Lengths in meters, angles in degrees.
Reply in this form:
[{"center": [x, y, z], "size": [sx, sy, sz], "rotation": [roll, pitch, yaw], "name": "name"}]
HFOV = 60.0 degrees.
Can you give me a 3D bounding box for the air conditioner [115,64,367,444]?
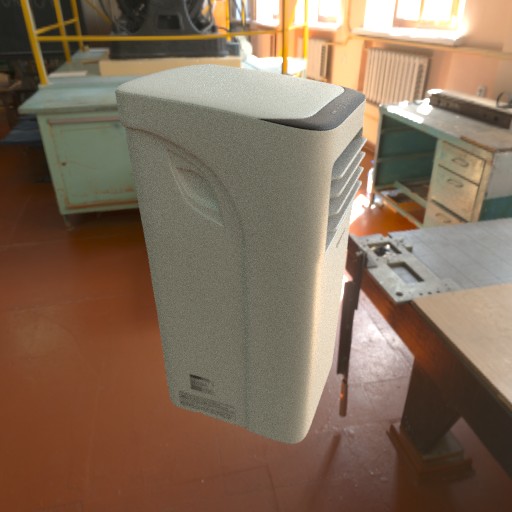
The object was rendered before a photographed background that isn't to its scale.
[{"center": [0.000, 0.000, 0.932], "size": [0.369, 0.716, 0.352], "rotation": [11, 31, 19], "name": "air conditioner"}]
